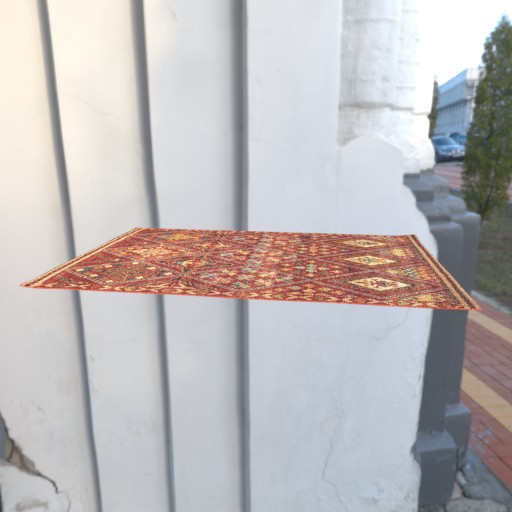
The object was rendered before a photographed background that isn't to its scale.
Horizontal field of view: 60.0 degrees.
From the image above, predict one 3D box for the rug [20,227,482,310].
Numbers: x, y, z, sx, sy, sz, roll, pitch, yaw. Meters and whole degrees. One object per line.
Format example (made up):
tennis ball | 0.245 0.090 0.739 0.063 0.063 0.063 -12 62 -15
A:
rug | 0.000 0.000 2.874 2.286 0.026 1.521 2 16 8
